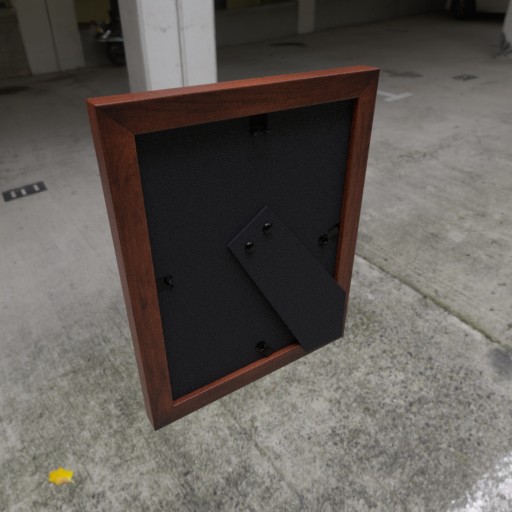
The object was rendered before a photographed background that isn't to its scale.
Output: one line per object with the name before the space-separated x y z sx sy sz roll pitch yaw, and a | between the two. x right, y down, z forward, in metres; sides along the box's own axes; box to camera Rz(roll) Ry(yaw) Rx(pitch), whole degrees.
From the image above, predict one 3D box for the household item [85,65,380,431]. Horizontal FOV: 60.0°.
household item | 0.000 0.000 0.336 0.200 0.250 0.020 -19 36 -28
